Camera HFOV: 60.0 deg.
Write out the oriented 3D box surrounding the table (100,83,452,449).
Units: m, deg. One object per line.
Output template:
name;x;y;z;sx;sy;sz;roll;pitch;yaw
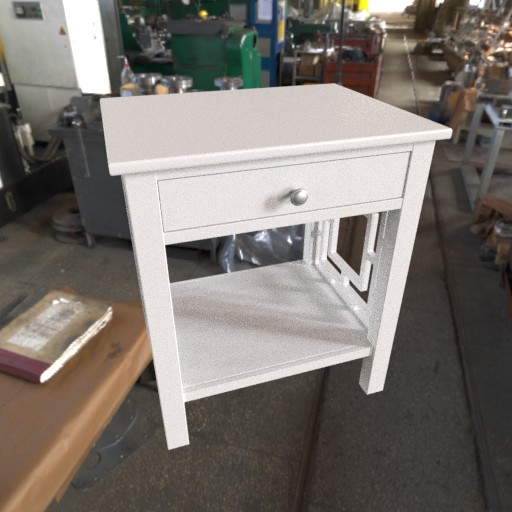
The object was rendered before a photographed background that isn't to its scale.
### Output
table;0.000;0.000;1.018;0.564;0.646;0.451;-10;33;-16
